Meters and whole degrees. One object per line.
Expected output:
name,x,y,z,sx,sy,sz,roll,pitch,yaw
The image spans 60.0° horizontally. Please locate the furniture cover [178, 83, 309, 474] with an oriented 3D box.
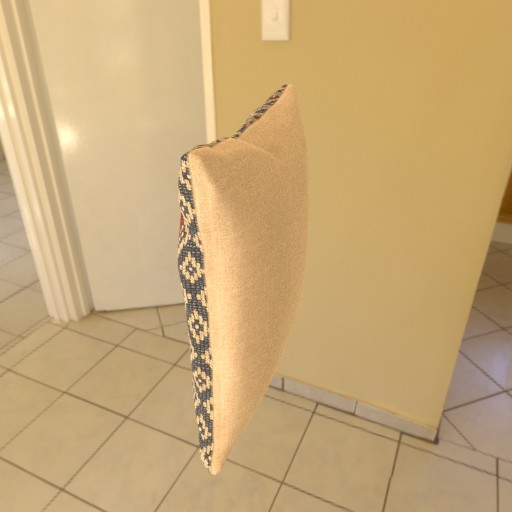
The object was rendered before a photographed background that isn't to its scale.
furniture cover,0.000,0.000,0.662,0.139,0.431,0.431,8,30,14
